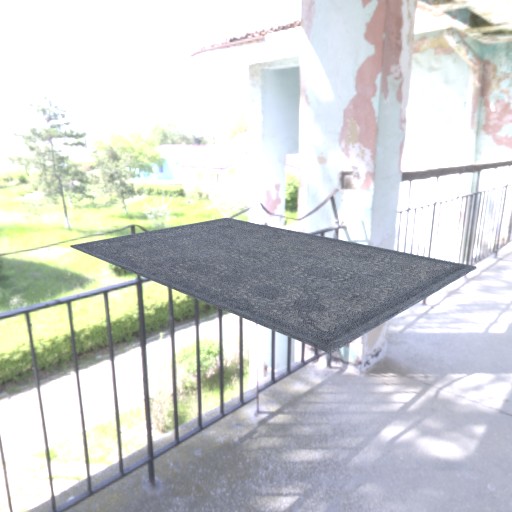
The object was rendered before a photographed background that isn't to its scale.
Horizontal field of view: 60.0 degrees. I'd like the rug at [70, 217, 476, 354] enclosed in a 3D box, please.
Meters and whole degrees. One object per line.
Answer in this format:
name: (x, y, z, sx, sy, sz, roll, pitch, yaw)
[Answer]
rug: (0.000, 0.000, 2.355, 1.819, 0.012, 1.208, 15, 22, 42)
